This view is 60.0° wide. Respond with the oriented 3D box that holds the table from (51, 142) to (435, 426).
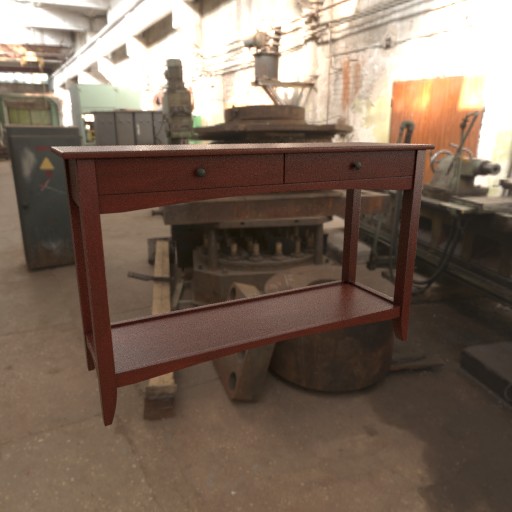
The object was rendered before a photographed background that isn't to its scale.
[{"bbox_3d":[0.000,0.000,1.528,1.188,0.739,0.392,-8,18,-26],"label":"table"}]
